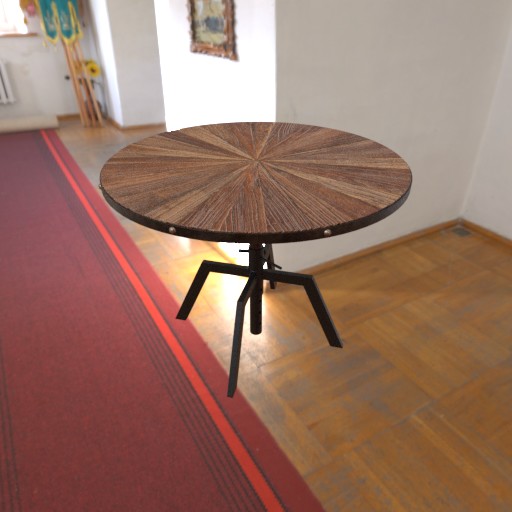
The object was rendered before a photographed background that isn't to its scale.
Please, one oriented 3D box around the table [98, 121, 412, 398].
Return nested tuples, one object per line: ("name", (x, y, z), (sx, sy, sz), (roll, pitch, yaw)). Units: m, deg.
("table", (0.000, 0.000, 1.479), (0.885, 0.658, 0.885), (0, 32, 0))
